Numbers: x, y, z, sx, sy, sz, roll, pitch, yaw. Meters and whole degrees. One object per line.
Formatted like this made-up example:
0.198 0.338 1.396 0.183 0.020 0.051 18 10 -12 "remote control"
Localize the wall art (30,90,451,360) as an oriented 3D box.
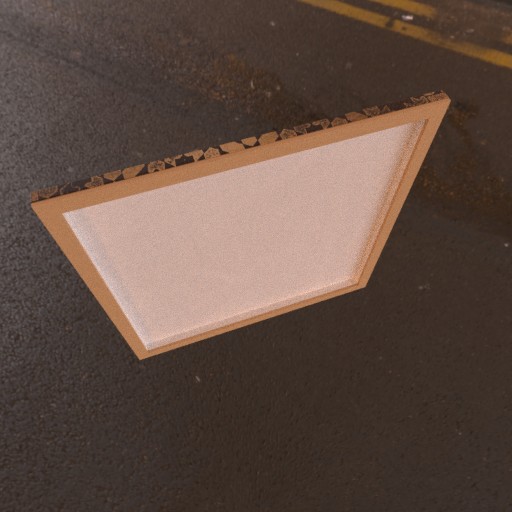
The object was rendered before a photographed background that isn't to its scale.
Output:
0.000 0.000 1.314 0.914 0.914 0.038 -17 60 -10 "wall art"
